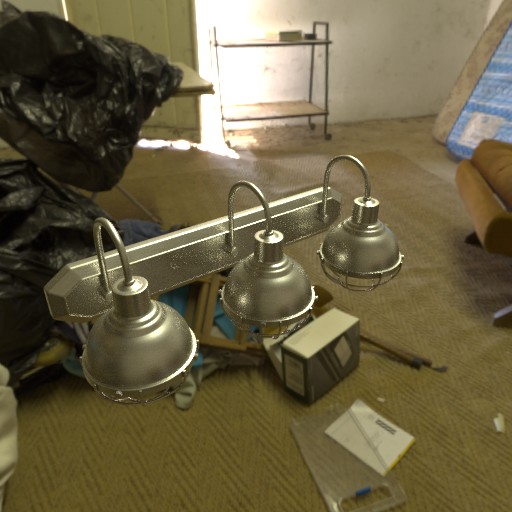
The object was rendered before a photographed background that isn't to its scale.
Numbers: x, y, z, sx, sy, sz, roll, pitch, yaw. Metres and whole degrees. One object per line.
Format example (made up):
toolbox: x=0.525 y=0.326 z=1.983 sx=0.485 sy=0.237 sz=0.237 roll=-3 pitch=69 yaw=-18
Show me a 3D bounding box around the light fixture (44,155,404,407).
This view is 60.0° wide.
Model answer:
light fixture: x=0.000 y=0.000 z=0.758 sx=0.634 sy=0.254 sz=0.229 roll=-21 pitch=36 yaw=-32
